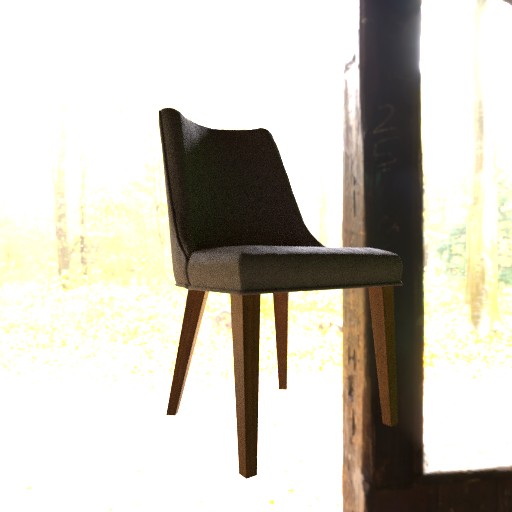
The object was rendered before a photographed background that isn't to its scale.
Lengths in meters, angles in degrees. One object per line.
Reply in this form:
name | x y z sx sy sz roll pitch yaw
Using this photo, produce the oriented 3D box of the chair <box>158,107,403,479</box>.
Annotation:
chair | 0.000 0.000 1.307 0.548 0.916 0.636 0 0 -36
